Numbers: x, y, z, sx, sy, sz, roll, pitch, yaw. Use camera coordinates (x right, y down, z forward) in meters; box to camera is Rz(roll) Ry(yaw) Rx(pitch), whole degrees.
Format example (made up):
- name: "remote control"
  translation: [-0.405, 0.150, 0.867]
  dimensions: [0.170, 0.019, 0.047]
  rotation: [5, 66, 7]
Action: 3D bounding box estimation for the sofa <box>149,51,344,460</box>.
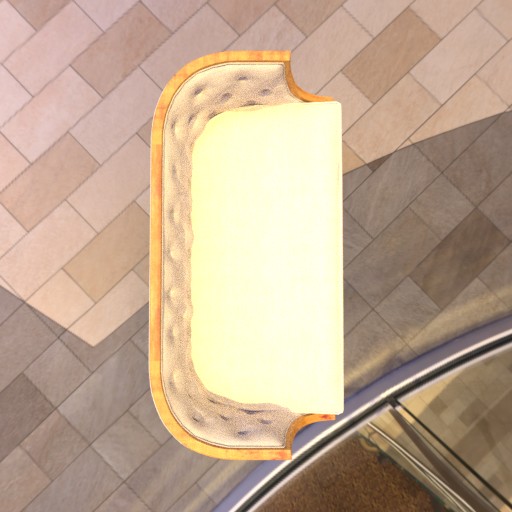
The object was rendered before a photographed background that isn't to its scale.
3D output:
- name: "sofa"
  translation: [0.000, 0.000, 1.948]
  dimensions: [0.770, 0.775, 1.474]
  rotation: [0, 88, 0]
